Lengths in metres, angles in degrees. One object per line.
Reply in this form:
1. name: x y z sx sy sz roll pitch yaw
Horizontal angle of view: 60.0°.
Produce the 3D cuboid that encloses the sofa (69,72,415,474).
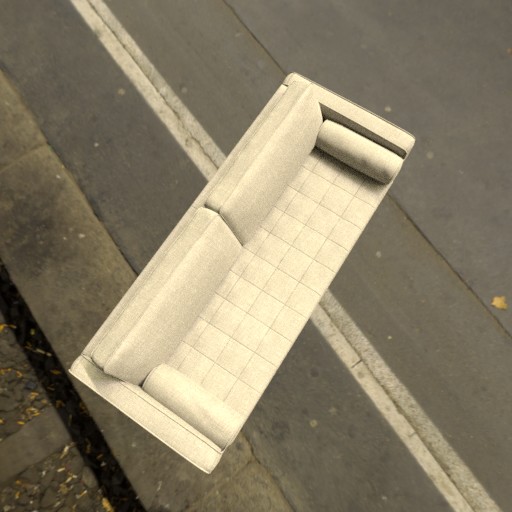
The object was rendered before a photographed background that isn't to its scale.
1. sofa: 0.000 0.000 2.631 0.914 0.762 2.211 32 76 9
